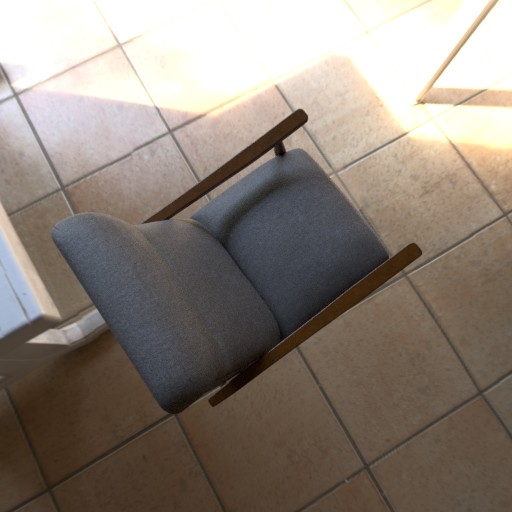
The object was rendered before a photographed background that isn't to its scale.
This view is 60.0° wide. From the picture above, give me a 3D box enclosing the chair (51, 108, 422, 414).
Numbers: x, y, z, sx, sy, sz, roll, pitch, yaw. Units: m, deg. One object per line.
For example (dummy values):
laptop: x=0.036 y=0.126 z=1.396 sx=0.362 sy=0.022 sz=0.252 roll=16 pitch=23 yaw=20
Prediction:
chair: x=0.000 y=0.000 z=1.752 sx=1.014 sy=1.081 sz=0.762 roll=-35 pitch=79 yaw=-8
